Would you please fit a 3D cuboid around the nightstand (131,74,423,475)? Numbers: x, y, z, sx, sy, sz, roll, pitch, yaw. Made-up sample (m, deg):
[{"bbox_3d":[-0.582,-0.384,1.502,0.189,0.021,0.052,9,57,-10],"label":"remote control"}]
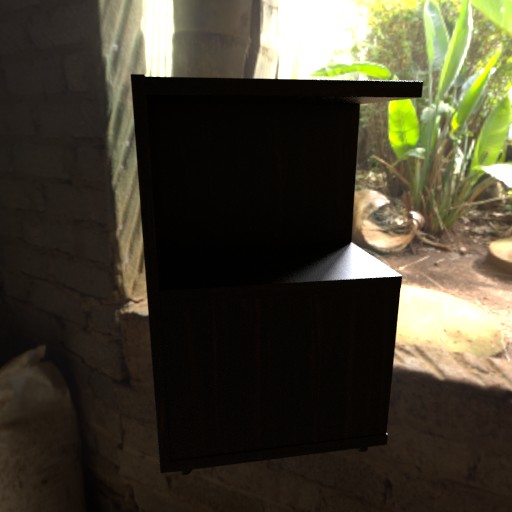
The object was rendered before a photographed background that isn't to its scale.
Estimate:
[{"bbox_3d":[0.000,0.000,0.793,0.356,0.559,0.400,-3,17,-10],"label":"nightstand"}]
